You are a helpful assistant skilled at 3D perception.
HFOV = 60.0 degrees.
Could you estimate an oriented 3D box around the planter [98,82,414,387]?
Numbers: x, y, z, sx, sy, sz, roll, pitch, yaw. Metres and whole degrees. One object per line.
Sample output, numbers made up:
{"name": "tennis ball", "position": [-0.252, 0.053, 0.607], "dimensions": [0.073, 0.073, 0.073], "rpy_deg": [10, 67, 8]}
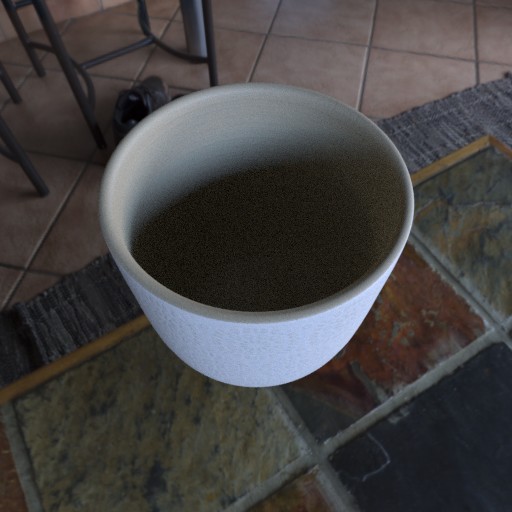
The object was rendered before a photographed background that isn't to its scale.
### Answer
{"name": "planter", "position": [0.000, 0.000, 0.375], "dimensions": [0.208, 0.190, 0.208], "rpy_deg": [0, 58, 0]}
